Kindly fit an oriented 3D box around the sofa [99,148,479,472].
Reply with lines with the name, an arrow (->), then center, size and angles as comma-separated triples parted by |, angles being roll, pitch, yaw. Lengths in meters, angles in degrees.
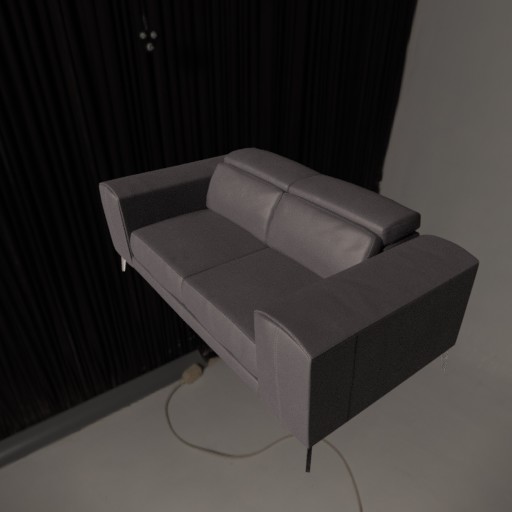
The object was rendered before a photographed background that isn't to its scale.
sofa -> 0.000, 0.000, 2.382 | 1.003, 0.779, 1.895 | -21, 36, -31
